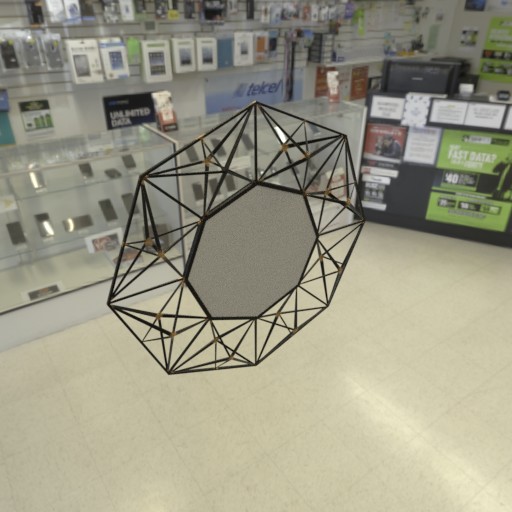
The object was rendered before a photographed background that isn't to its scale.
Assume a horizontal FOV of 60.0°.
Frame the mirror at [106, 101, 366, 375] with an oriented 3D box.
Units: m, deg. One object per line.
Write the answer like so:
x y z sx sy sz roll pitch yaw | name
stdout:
0.000 0.000 1.054 0.710 0.710 0.094 -18 35 -28 | mirror
